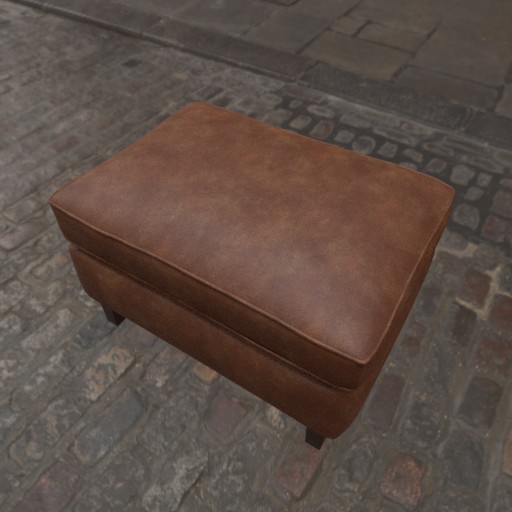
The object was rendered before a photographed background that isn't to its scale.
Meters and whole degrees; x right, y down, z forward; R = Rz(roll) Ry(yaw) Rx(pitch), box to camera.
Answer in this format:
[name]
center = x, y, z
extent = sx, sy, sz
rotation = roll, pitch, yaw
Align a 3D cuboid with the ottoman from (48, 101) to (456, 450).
[ottoman]
center = 0.000, 0.000, 0.967
extent = 0.665, 0.418, 0.501
rotation = 25, 52, 22
